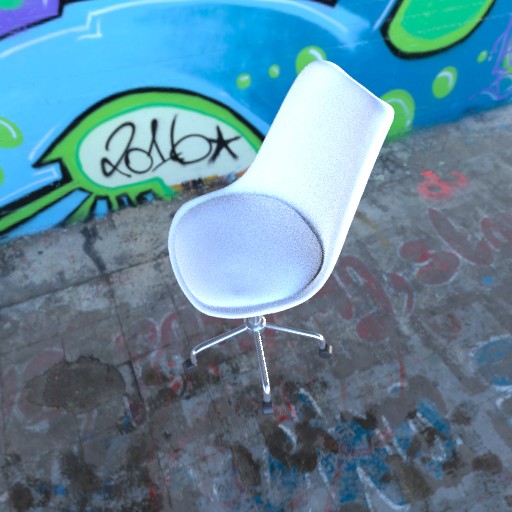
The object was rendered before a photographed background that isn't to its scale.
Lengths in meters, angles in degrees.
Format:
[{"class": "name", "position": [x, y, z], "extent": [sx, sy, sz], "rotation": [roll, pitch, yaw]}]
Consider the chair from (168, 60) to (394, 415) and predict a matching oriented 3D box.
[{"class": "chair", "position": [0.000, 0.000, 1.273], "extent": [0.550, 0.930, 0.550], "rotation": [-19, 50, -17]}]
